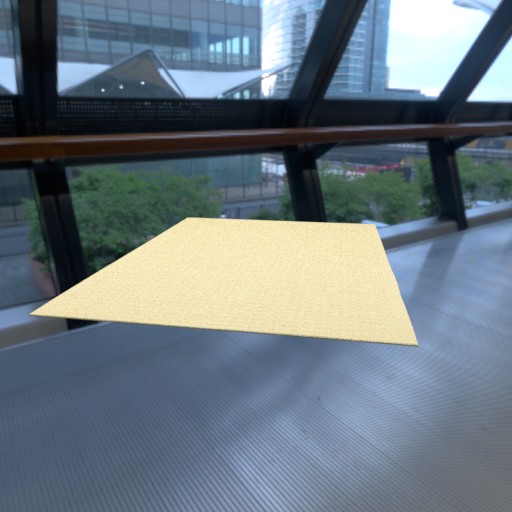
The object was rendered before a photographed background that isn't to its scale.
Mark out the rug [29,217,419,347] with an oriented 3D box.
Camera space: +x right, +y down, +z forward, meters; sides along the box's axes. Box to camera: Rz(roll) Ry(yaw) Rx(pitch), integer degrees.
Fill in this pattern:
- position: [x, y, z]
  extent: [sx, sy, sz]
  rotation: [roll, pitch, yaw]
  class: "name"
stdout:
- position: [0.000, 0.000, 4.205]
  extent: [2.452, 0.016, 3.204]
  rotation: [3, 17, 10]
  class: "rug"
